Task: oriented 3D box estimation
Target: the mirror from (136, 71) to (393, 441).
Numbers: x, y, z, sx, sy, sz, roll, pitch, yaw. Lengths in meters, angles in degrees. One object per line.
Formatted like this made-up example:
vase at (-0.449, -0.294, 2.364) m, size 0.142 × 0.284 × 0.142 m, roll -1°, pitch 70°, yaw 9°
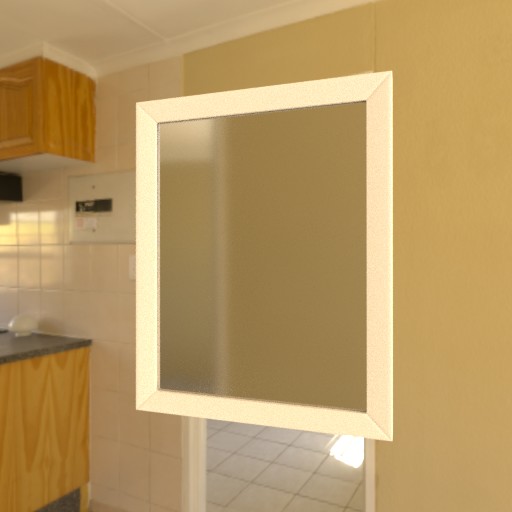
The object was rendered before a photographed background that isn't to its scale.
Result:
mirror at (0.000, 0.000, 0.689) m, size 0.405 × 0.508 × 0.041 m, roll 0°, pitch 0°, yaw 18°
